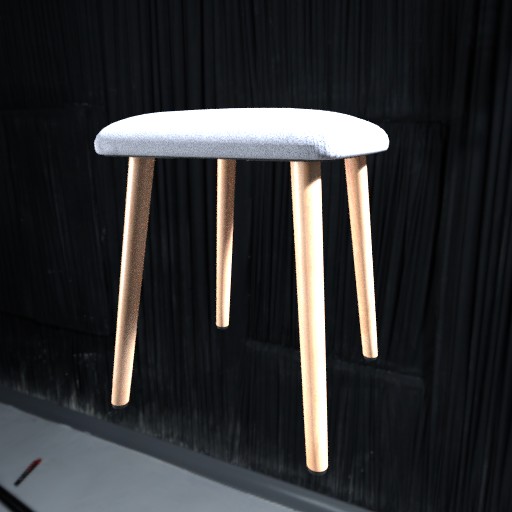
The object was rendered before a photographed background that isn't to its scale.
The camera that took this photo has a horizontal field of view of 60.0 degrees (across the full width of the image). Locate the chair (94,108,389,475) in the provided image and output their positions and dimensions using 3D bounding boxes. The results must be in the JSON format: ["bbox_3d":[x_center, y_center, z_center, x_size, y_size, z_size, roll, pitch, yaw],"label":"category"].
[{"bbox_3d":[0.000,0.000,0.704,0.350,0.440,0.350,7,17,25],"label":"chair"}]
